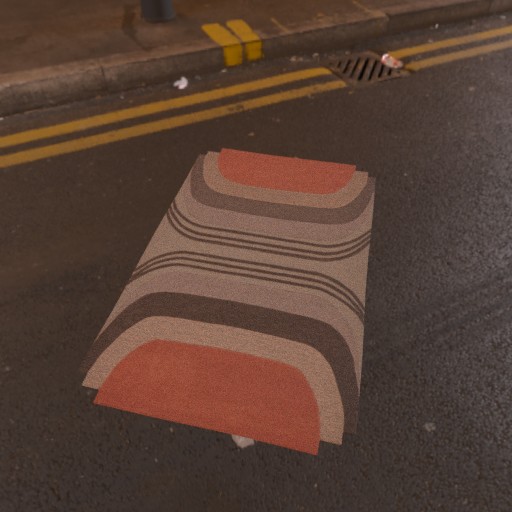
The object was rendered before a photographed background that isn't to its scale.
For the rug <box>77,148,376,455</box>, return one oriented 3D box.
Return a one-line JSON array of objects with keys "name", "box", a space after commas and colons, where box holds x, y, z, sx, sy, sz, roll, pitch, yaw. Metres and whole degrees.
[{"name": "rug", "box": [0.000, 0.000, 3.050, 1.530, 0.017, 2.446, 10, 47, 9]}]
